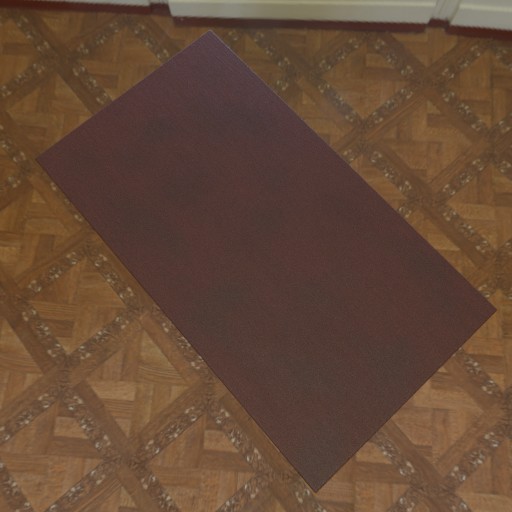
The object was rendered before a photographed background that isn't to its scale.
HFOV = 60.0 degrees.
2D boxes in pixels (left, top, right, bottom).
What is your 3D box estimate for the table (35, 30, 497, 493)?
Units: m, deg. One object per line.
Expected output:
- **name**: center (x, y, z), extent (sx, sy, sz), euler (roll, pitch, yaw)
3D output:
- **table**: center (0.000, 0.000, 1.200), extent (0.533, 0.456, 0.943), euler (-41, 79, -9)
